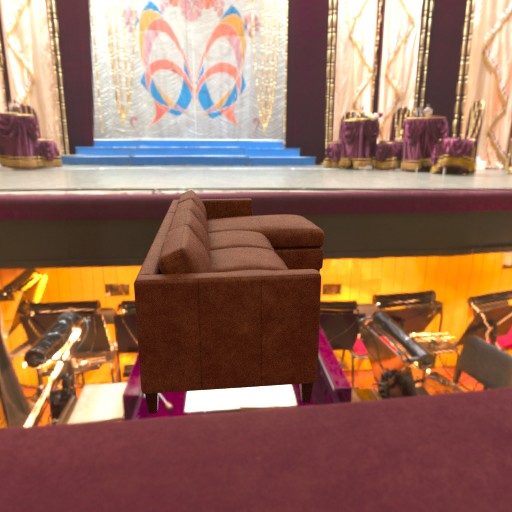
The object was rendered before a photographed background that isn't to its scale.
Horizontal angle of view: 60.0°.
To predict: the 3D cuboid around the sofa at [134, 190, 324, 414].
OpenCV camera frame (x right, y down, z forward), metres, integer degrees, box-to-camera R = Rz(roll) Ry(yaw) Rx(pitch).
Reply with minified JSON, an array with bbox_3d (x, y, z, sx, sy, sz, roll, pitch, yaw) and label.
[{"bbox_3d":[0.000,0.000,3.825,1.581,0.883,3.203,-2,14,-7],"label":"sofa"}]
